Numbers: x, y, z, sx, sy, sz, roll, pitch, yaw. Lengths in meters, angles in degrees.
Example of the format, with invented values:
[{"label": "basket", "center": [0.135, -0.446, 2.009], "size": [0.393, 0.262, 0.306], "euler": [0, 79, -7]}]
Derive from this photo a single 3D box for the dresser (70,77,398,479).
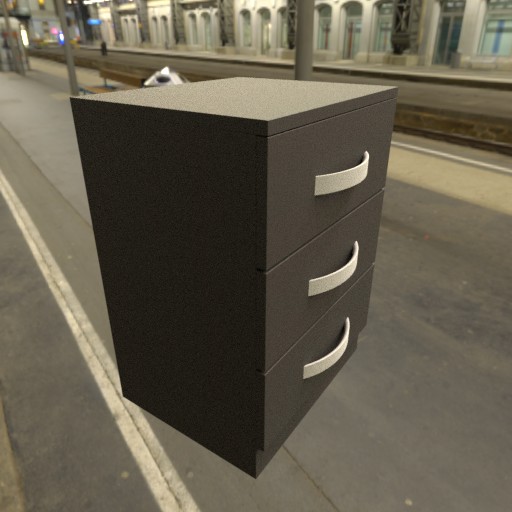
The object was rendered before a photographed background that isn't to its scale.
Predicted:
[{"label": "dresser", "center": [0.000, 0.000, 0.802], "size": [0.360, 0.560, 0.400], "euler": [17, 31, 31]}]
